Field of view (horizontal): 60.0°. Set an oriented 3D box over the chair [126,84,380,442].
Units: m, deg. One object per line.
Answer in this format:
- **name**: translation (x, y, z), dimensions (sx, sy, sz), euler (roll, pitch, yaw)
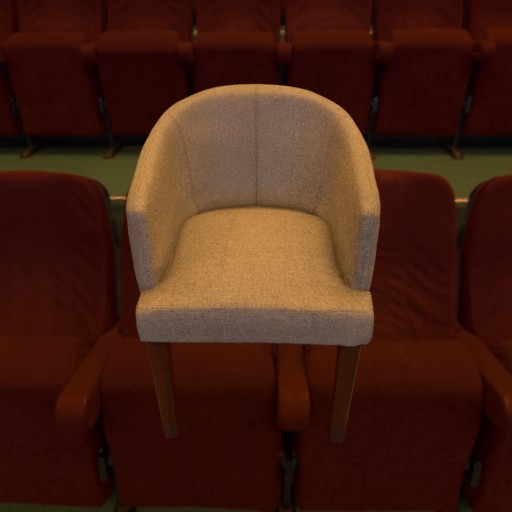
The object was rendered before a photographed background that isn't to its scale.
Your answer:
- **chair**: translation (0.000, 0.000, 1.248), dimensions (0.583, 0.811, 0.655), euler (1, 31, 1)
